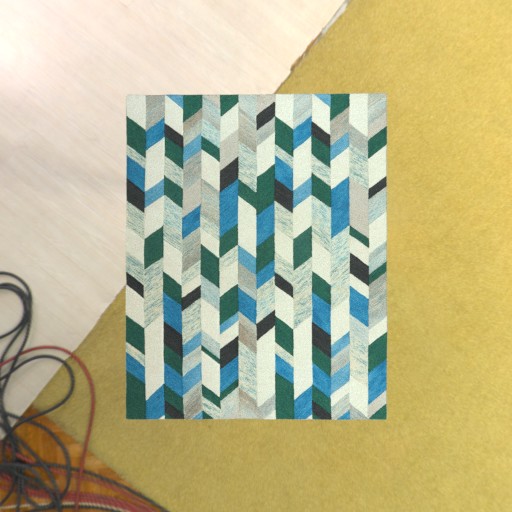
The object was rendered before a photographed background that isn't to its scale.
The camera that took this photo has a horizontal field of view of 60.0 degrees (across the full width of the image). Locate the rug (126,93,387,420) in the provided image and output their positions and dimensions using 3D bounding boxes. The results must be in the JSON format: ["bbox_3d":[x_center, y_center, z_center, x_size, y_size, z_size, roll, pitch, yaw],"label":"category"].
[{"bbox_3d":[0.000,0.000,4.123,2.440,0.008,3.036,0,89,1],"label":"rug"}]
